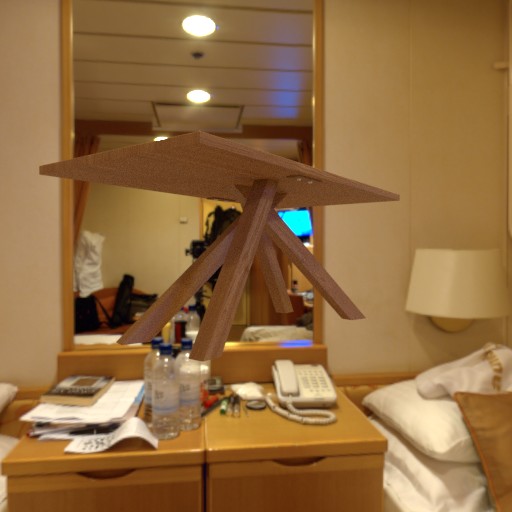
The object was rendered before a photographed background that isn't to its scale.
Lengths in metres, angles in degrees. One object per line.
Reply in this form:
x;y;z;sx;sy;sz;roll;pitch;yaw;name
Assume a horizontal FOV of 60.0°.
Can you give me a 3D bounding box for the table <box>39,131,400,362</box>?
0.000;0.000;2.289;0.901;0.750;1.797;0;1;36;table
